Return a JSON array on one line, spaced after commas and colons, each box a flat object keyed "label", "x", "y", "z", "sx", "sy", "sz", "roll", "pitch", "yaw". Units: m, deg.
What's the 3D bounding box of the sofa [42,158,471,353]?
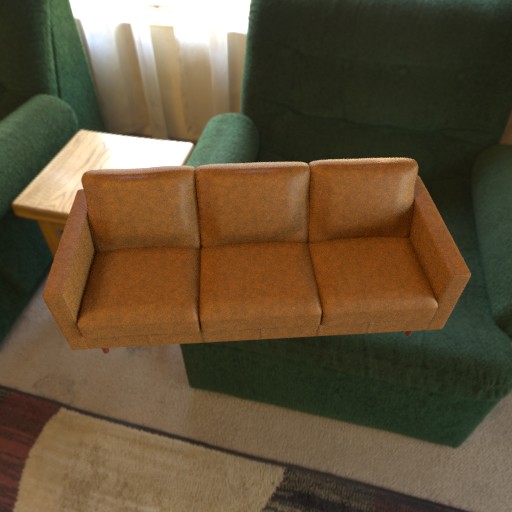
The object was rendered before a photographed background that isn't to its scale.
[{"label": "sofa", "x": 0.000, "y": 0.000, "z": 2.731, "sx": 2.231, "sy": 0.930, "sz": 0.903, "roll": -3, "pitch": 47, "yaw": -3}]
